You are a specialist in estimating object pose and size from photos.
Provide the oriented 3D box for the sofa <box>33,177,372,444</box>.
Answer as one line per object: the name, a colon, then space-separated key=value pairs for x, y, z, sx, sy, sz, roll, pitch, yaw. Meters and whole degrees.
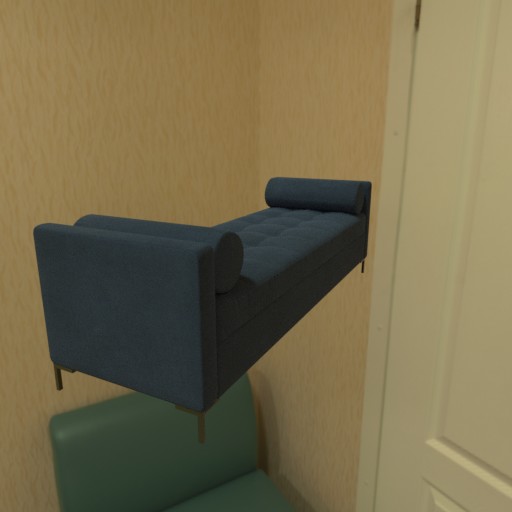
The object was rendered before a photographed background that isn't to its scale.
sofa: x=0.000 y=0.000 z=2.264 sx=0.686 sy=0.635 sz=1.981 roll=8 pitch=17 yaw=26
